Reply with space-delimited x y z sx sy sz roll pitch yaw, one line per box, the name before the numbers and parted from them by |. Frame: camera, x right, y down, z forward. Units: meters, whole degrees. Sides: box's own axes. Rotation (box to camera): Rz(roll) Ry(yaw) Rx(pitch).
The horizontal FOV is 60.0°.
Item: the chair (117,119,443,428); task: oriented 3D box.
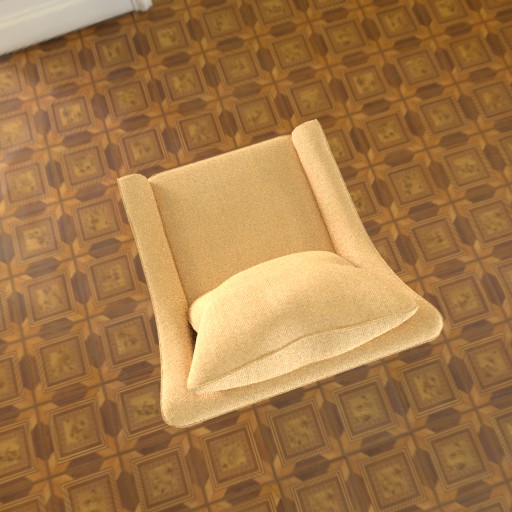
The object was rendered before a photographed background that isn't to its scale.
chair | 0.000 0.000 1.543 0.760 0.927 0.876 -18 76 -5
